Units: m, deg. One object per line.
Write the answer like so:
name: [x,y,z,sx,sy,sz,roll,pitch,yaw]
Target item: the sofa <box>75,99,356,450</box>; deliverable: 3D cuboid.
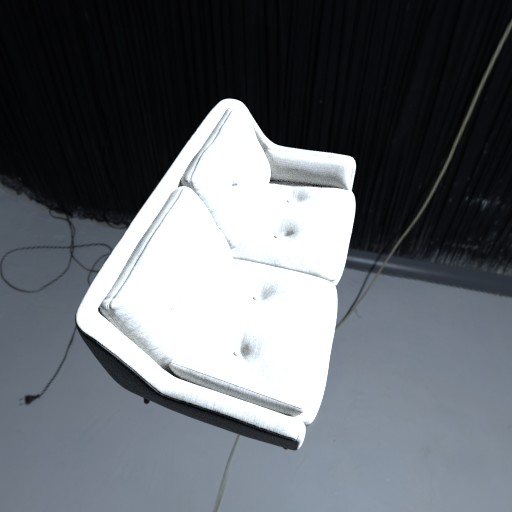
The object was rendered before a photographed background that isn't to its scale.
sofa: [0.000,0.000,2.427,0.976,0.897,1.930,11,47,10]
